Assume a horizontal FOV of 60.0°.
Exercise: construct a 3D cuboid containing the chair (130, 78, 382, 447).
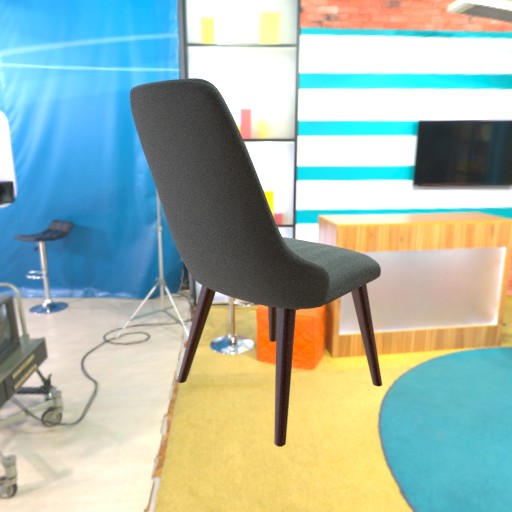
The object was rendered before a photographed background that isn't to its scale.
[{"bbox_3d":[0.000,0.000,1.341,0.707,0.918,0.535,-12,18,-42],"label":"chair"}]
